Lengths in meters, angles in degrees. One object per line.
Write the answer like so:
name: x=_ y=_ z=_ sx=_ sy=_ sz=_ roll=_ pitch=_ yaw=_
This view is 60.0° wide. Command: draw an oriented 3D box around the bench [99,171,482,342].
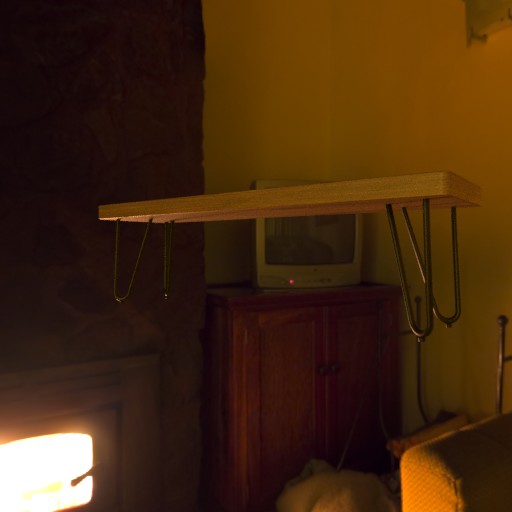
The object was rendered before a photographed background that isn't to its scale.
bench: x=0.000 y=0.000 z=1.780 sx=1.570 sy=0.462 sz=0.425 roll=1 pitch=1 yaw=38
